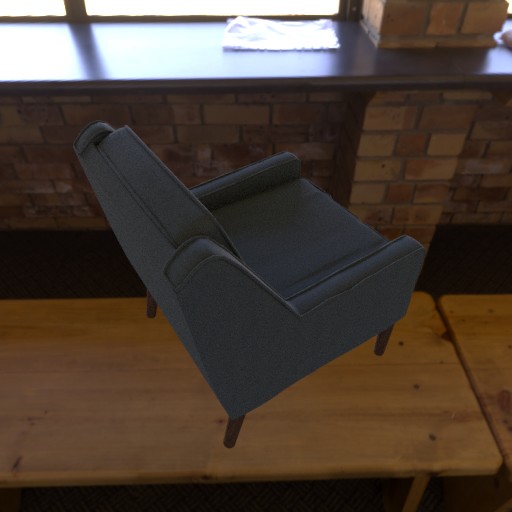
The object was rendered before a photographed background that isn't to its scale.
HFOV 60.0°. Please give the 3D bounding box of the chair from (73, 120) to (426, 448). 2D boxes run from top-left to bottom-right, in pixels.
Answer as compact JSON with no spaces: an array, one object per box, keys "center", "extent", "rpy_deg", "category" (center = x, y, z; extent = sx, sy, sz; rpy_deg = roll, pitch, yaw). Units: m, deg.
[{"center":[0.000,0.000,1.324],"extent":[0.733,0.780,0.663],"rpy_deg":[-23,47,-24],"category":"chair"}]
